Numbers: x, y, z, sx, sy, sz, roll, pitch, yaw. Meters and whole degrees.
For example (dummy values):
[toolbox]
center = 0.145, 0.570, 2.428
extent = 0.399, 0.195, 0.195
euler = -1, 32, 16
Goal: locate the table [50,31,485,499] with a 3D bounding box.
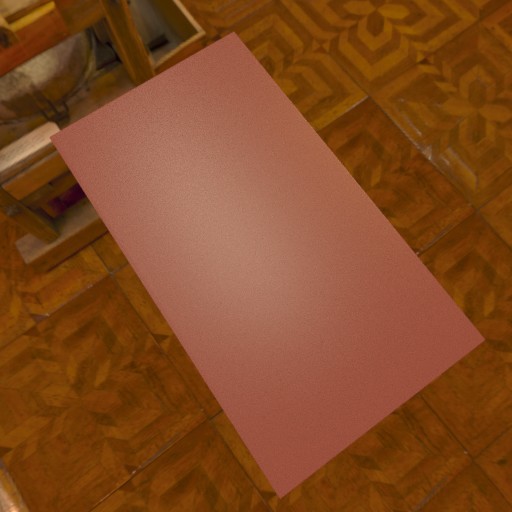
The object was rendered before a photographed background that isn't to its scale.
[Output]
[table]
center = 0.000, 0.000, 1.359
extent = 0.612, 0.493, 1.068
euler = -34, 78, -9
